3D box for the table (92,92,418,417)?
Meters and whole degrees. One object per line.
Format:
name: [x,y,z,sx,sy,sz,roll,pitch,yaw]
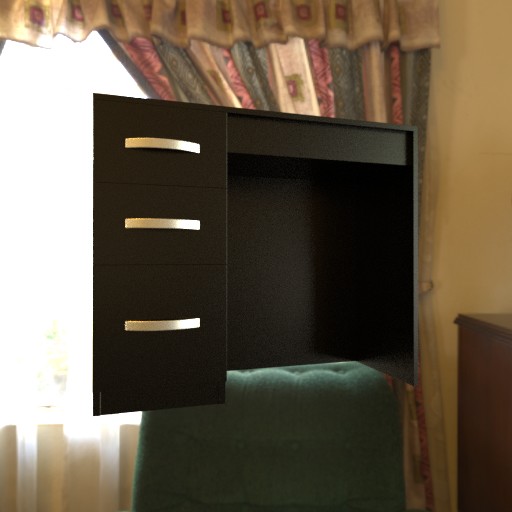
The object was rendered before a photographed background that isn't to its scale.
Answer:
table: [0.000,0.000,1.366,0.930,0.790,0.380,0,0,-17]
